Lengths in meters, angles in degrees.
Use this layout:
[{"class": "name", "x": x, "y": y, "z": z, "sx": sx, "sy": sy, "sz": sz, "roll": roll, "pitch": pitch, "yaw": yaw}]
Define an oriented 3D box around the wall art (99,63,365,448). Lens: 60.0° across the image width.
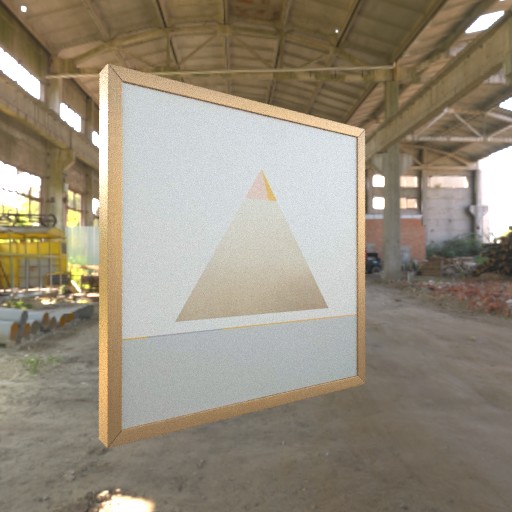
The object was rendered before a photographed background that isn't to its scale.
[{"class": "wall art", "x": 0.000, "y": 0.000, "z": 0.753, "sx": 0.513, "sy": 0.511, "sz": 0.038, "roll": 0, "pitch": 0, "yaw": -36}]
